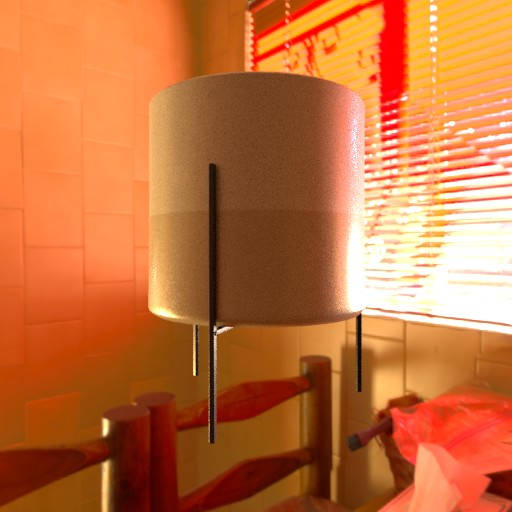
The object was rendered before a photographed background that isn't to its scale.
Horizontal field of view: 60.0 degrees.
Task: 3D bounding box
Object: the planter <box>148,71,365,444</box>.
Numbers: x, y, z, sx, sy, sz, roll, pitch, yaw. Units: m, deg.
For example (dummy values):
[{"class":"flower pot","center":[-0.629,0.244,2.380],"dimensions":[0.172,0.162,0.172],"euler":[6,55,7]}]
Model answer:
[{"class":"planter","center":[0.000,0.000,0.748],"dimensions":[0.359,0.484,0.368],"euler":[0,1,18]}]
